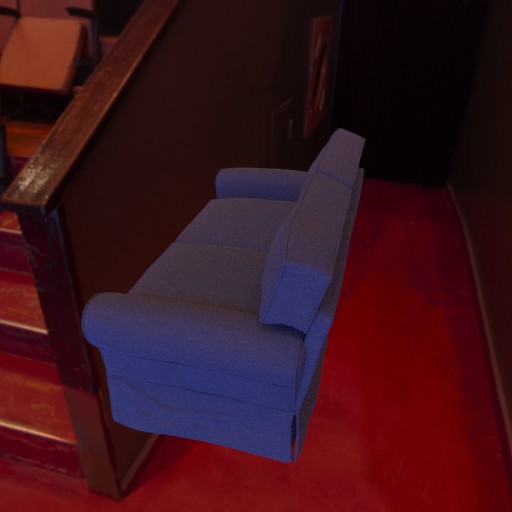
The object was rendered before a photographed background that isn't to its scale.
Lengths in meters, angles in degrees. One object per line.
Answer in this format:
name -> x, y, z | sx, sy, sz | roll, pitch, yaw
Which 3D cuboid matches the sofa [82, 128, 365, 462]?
sofa -> 0.000, 0.000, 2.405 | 0.997, 1.059, 1.801 | 8, 32, 13
